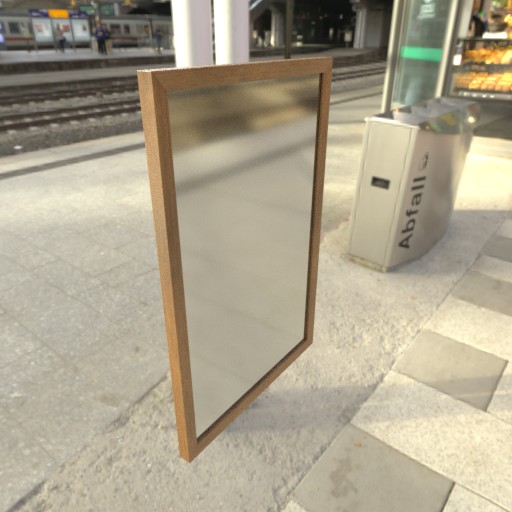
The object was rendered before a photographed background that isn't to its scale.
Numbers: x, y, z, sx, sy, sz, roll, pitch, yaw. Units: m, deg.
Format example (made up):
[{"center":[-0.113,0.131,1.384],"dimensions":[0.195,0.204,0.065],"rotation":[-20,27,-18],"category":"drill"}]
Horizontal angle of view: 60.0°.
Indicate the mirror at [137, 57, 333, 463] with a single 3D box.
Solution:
[{"center":[0.000,0.000,1.141],"dimensions":[0.040,0.915,0.609],"rotation":[19,32,33],"category":"mirror"}]
